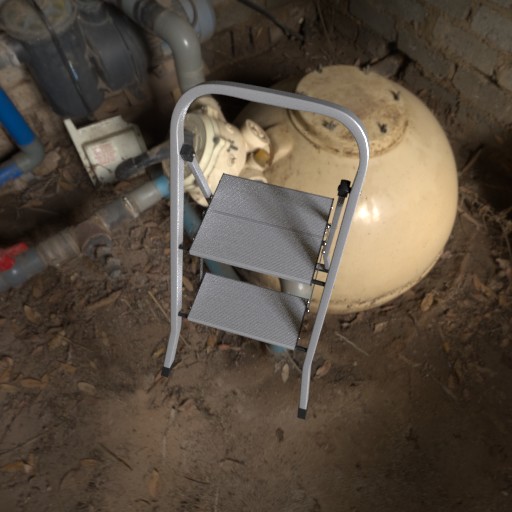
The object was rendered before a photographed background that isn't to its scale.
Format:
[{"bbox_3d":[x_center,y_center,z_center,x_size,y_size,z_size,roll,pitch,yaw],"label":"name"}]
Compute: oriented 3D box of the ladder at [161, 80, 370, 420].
[{"bbox_3d":[0.000,0.000,1.130,0.465,0.830,0.530,14,60,9],"label":"ladder"}]
